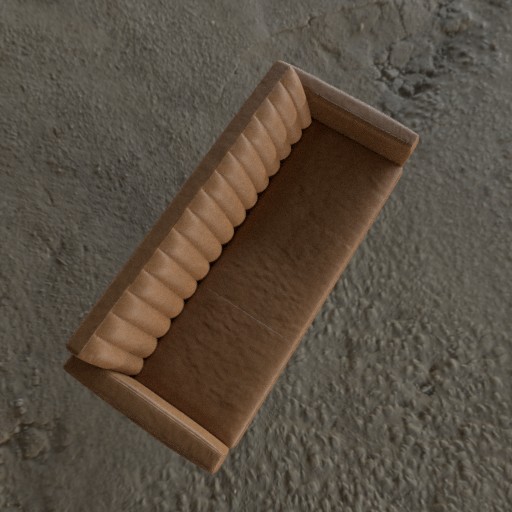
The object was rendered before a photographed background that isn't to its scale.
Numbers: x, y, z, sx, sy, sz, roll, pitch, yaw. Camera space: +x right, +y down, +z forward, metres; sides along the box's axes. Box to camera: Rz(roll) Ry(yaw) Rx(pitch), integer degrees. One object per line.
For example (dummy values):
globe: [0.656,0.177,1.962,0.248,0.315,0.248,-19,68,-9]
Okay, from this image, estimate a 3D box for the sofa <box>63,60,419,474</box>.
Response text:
sofa: [0.000,0.000,2.709,0.990,0.821,2.291,32,77,8]
